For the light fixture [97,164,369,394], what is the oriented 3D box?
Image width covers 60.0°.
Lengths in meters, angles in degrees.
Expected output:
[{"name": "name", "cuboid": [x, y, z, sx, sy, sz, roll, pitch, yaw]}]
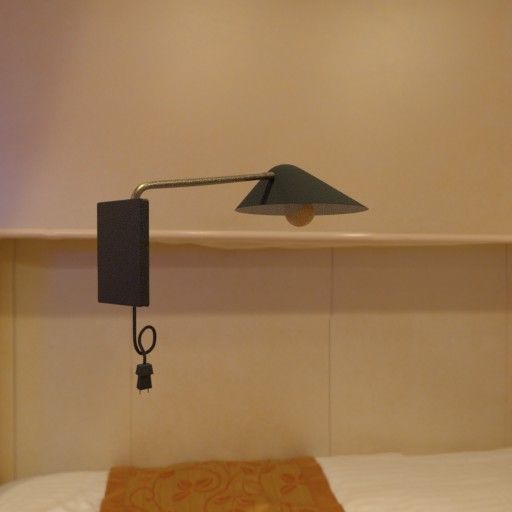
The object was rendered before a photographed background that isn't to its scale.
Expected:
[{"name": "light fixture", "cuboid": [0.000, 0.000, 0.693, 0.240, 0.312, 0.516, 0, 1, 36]}]
